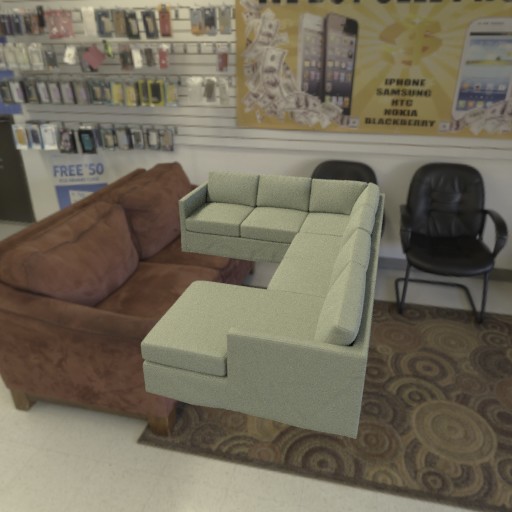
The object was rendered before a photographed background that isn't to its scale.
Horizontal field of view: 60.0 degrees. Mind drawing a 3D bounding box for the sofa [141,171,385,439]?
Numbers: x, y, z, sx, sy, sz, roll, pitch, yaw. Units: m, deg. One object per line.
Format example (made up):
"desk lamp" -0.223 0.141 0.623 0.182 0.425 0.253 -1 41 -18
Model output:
"sofa" 0.000 0.000 4.586 2.427 0.882 3.460 7 27 15
